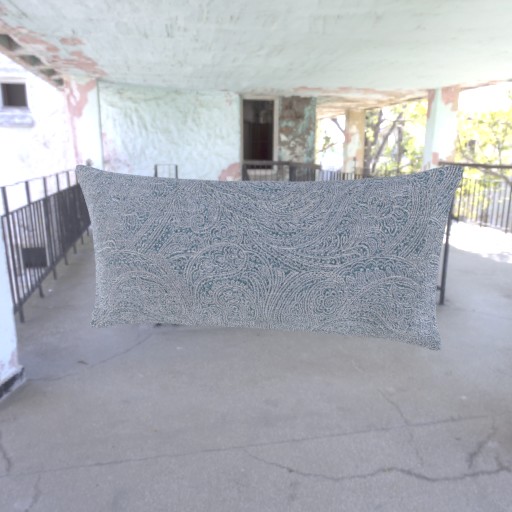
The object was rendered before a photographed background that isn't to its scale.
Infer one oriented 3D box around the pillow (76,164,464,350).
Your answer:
[{"bbox_3d":[0.000,0.000,0.730,0.615,0.295,0.151,2,14,9],"label":"pillow"}]
